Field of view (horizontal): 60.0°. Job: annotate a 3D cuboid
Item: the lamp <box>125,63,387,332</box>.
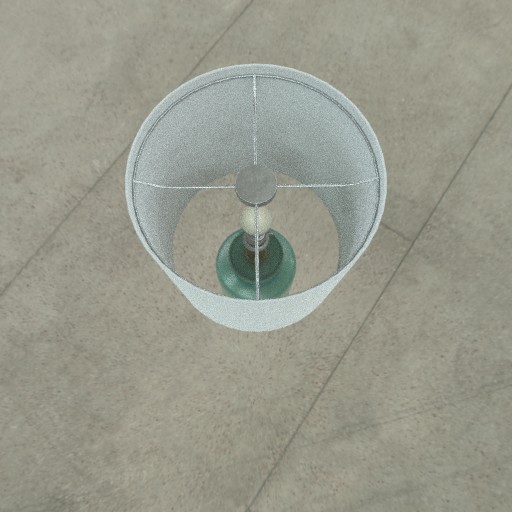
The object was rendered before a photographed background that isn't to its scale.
[{"bbox_3d":[0.000,0.000,0.596,0.212,0.493,0.212,-1,74,0],"label":"lamp"}]
